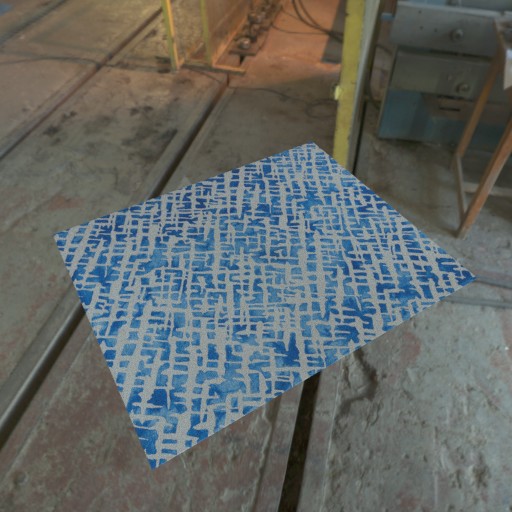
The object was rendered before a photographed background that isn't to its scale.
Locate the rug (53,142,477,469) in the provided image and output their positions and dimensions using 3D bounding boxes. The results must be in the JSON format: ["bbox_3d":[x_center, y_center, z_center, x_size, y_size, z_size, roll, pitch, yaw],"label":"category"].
[{"bbox_3d":[0.000,0.000,3.996,3.007,0.007,2.435,-24,52,-20],"label":"rug"}]
